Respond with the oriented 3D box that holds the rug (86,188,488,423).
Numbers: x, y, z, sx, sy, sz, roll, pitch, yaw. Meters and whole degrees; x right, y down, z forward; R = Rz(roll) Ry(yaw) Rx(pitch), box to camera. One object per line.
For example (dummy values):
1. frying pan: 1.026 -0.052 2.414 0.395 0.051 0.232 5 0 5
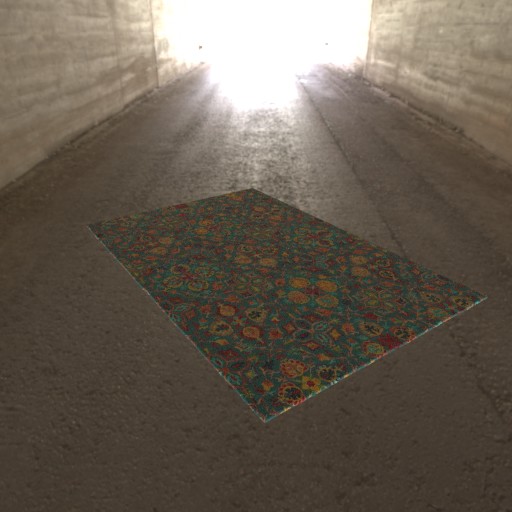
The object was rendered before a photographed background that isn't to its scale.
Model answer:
1. rug: 0.000 0.000 2.889 1.527 0.016 2.290 -18 32 -31
